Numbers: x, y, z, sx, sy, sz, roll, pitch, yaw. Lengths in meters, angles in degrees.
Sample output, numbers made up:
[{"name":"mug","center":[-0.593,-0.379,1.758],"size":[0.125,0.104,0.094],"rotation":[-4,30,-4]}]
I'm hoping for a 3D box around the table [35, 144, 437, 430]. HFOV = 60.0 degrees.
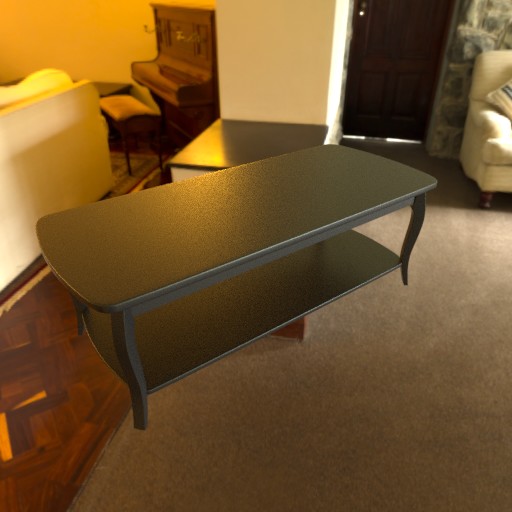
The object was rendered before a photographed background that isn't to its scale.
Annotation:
[{"name":"table","center":[0.000,0.000,1.594],"size":[1.333,0.457,0.571],"rotation":[-21,37,-31]}]
